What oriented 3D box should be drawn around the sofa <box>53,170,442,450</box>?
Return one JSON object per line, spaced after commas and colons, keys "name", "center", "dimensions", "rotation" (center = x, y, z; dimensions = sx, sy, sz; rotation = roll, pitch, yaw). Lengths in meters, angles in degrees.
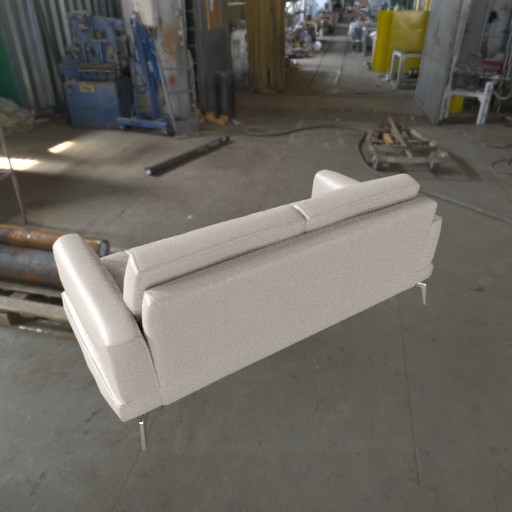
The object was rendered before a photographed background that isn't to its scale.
{"name": "sofa", "center": [0.000, 0.000, 2.704], "dimensions": [2.177, 0.930, 1.121], "rotation": [-19, 35, -29]}
